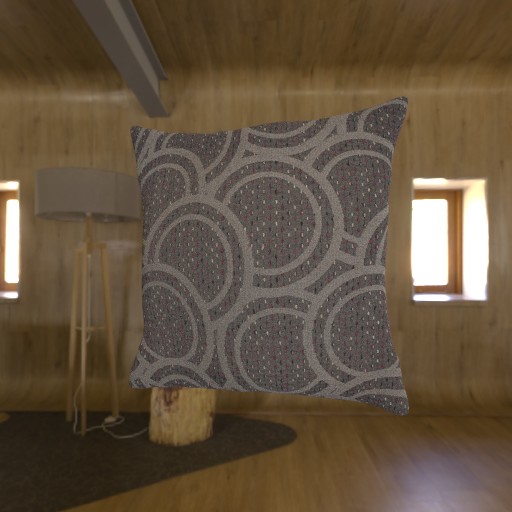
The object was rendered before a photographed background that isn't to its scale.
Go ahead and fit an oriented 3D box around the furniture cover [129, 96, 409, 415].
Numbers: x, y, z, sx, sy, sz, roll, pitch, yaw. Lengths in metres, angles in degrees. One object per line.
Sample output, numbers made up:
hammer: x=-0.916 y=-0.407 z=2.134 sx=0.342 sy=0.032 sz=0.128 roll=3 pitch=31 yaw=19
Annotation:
furniture cover: x=0.000 y=0.000 z=0.789 sx=0.514 sy=0.513 sz=0.163 roll=0 pitch=0 yaw=17
